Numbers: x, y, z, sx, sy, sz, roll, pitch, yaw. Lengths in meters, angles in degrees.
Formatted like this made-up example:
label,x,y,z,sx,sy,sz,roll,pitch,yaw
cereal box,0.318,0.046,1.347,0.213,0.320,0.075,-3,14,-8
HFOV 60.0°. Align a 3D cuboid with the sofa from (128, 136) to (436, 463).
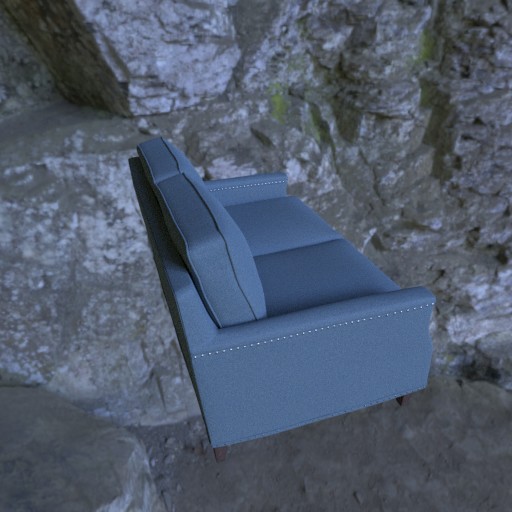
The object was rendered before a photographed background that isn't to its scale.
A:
label,x,y,z,sx,sy,sz,roll,pitch,yaw
sofa,0.000,0.000,2.293,1.084,1.003,1.597,-10,31,-17
